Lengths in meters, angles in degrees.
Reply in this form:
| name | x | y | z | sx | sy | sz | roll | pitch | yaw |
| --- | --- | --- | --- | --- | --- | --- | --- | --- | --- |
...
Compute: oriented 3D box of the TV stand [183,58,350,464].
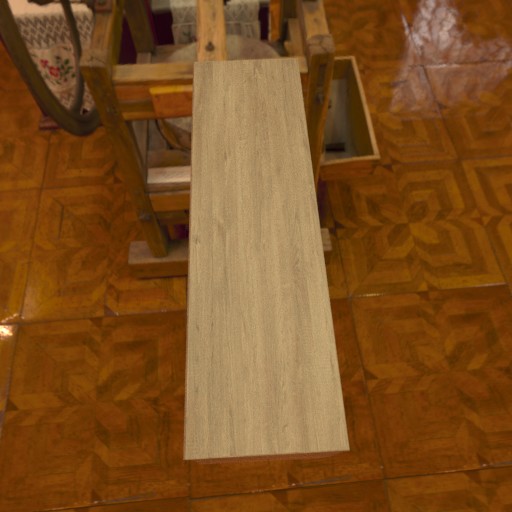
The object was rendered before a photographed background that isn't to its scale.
| name | x | y | z | sx | sy | sz | roll | pitch | yaw |
| --- | --- | --- | --- | --- | --- | --- | --- | --- | --- |
| TV stand | 0.000 | 0.000 | 1.561 | 0.401 | 0.565 | 1.313 | -3 | 63 | -1 |
